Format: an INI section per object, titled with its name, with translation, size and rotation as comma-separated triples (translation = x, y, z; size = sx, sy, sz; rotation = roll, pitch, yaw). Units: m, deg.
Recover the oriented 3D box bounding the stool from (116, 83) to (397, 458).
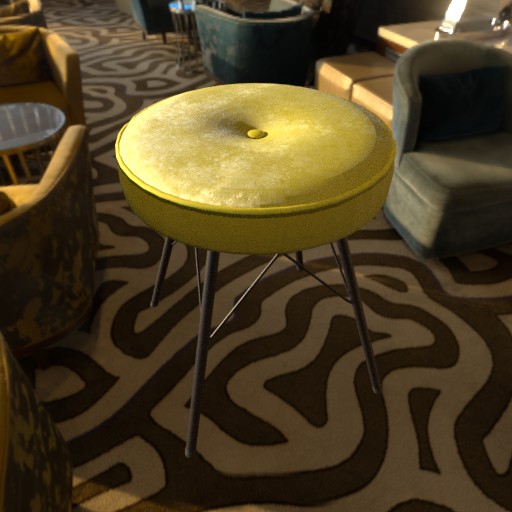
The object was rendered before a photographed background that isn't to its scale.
[stool]
translation = 0.000, 0.000, 0.811
size = 0.409, 0.508, 0.409
rotation = -13, 42, -15
